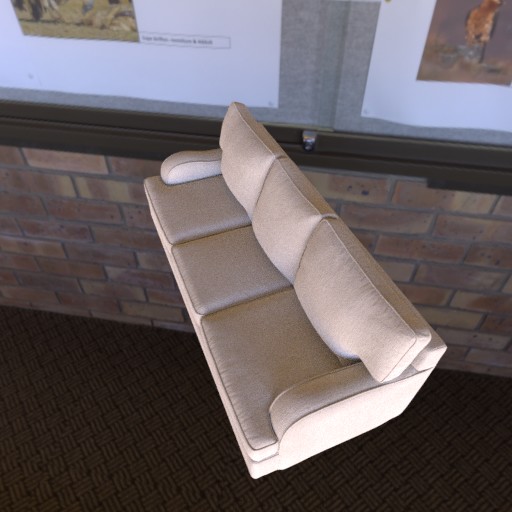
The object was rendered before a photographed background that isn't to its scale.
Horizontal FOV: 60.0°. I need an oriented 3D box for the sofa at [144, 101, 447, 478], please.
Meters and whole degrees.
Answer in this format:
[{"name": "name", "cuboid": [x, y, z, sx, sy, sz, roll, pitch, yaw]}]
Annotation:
[{"name": "sofa", "cuboid": [0.000, 0.000, 2.872, 1.016, 0.991, 2.323, -16, 48, -16]}]
